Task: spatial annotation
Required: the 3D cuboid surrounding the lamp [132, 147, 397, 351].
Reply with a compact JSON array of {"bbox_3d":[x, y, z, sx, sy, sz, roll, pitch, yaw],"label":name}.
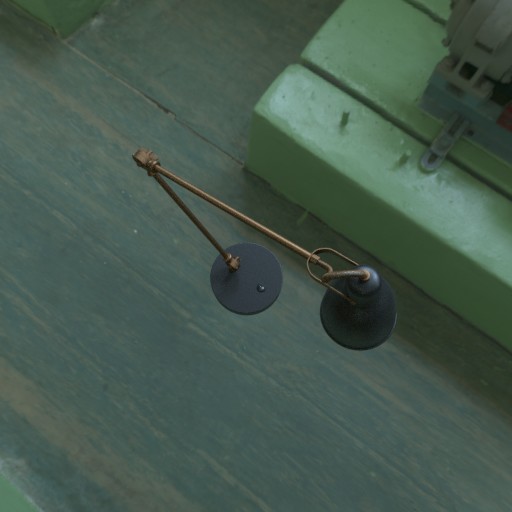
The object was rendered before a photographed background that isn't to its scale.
[{"bbox_3d":[0.000,0.000,0.885,0.561,0.587,0.187,35,77,9],"label":"lamp"}]
